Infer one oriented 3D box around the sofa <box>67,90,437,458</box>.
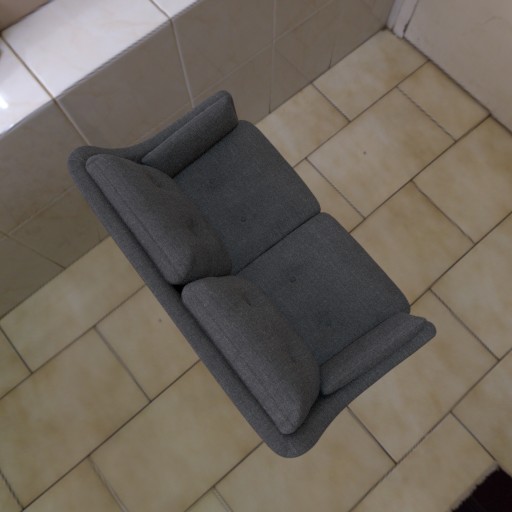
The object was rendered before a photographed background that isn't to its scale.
[{"bbox_3d":[0.000,0.000,2.218,0.976,0.887,1.646,-37,78,-9],"label":"sofa"}]
